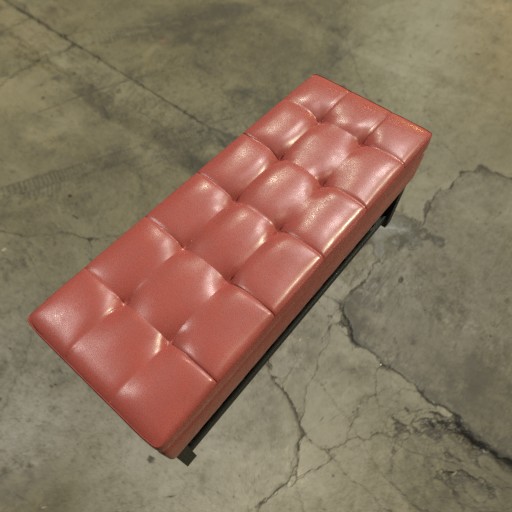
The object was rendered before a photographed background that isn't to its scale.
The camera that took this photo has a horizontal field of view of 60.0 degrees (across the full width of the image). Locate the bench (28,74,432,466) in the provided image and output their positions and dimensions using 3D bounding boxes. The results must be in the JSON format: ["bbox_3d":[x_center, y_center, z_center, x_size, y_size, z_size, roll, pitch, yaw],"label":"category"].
[{"bbox_3d":[0.000,0.000,1.306,0.432,0.460,1.105,36,65,19],"label":"bench"}]
